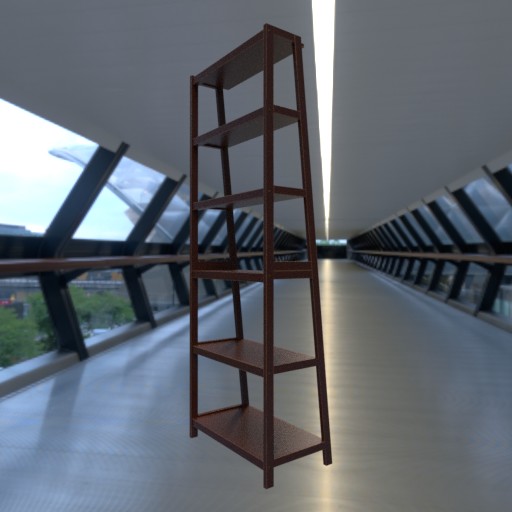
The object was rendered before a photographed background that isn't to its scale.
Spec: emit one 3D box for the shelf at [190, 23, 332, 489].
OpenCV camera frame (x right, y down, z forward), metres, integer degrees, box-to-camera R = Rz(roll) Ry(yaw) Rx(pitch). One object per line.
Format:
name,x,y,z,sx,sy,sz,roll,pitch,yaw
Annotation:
shelf,0.000,0.000,2.174,0.381,1.892,0.660,0,-1,-36
